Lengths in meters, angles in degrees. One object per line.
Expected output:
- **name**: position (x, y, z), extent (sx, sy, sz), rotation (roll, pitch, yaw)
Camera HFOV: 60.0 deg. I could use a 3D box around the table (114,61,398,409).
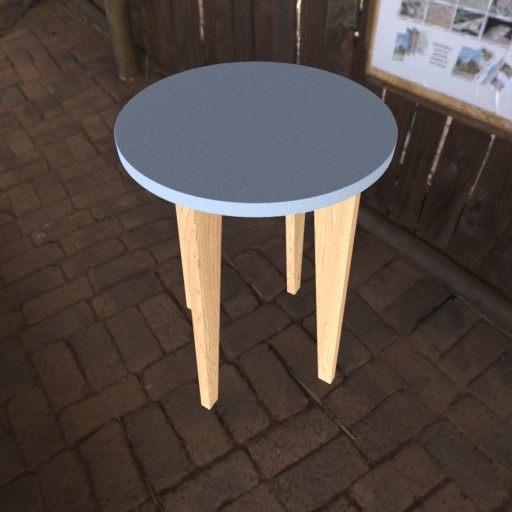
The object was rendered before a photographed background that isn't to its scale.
- **table**: position (0.000, 0.000, 0.738), extent (0.350, 0.500, 0.350), rotation (0, 45, 0)
